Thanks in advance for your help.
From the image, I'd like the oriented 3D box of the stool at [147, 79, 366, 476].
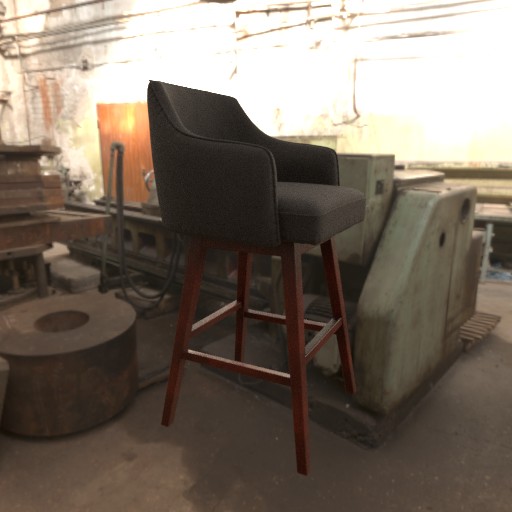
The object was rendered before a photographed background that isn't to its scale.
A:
[{"bbox_3d":[0.000,0.000,1.356,0.558,1.012,0.548,7,15,27],"label":"stool"}]
